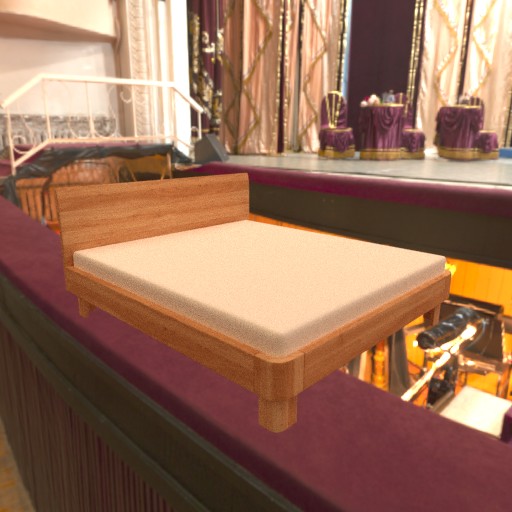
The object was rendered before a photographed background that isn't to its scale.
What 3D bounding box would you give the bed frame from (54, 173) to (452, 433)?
[{"bbox_3d":[0.000,0.000,3.144,2.092,0.940,1.872,14,21,42],"label":"bed frame"}]
